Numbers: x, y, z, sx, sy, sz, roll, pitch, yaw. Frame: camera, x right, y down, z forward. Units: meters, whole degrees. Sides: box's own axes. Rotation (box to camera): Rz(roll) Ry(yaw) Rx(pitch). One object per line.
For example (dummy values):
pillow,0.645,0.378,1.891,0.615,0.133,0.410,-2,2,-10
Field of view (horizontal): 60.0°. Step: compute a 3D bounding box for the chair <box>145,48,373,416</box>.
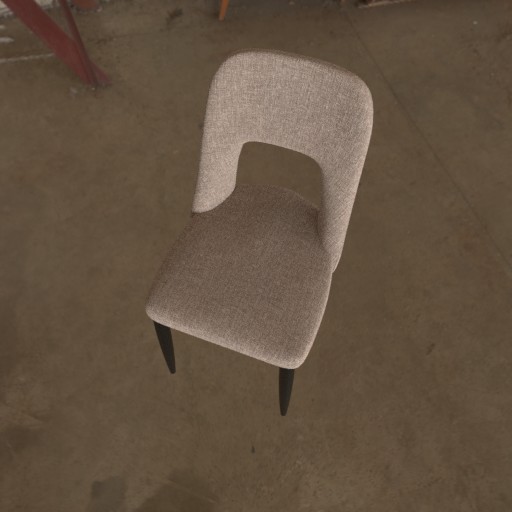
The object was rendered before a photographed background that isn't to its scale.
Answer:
chair,0.000,0.000,1.293,0.470,0.931,0.612,18,61,10
